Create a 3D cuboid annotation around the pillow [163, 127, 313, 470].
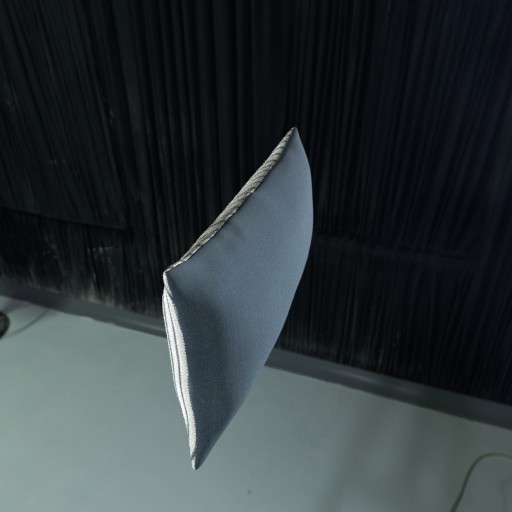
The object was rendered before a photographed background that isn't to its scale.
[{"bbox_3d":[0.000,0.000,0.746,0.151,0.305,0.609,8,32,14],"label":"pillow"}]
